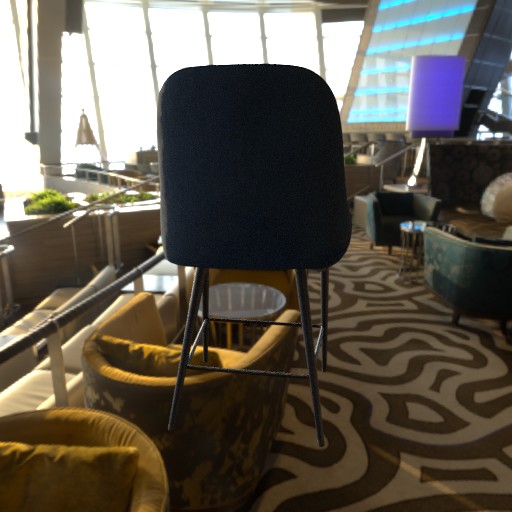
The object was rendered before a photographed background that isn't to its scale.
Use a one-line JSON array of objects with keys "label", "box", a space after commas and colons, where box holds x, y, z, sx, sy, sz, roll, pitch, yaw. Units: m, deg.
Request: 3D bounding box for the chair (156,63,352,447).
[{"label": "chair", "box": [0.000, 0.000, 1.236, 0.526, 0.927, 0.489, 2, 16, 9]}]
